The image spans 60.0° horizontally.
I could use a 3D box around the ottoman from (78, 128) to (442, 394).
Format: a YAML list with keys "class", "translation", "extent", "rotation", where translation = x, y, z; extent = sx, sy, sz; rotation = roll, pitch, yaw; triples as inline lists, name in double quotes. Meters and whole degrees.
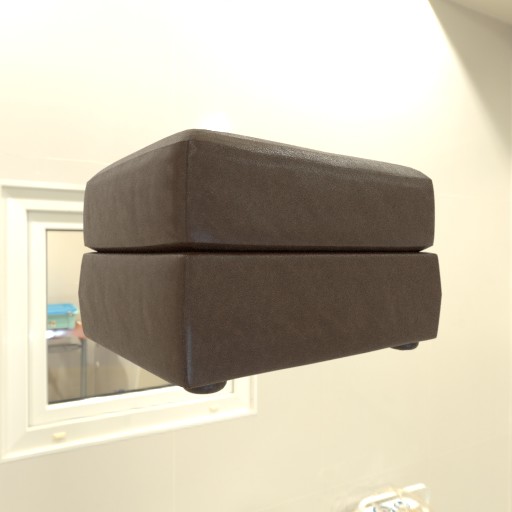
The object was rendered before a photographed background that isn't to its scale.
- class: "ottoman"
  translation: [0.000, 0.000, 1.136]
  extent: [0.751, 0.476, 0.603]
  rotation: [0, 1, -36]
